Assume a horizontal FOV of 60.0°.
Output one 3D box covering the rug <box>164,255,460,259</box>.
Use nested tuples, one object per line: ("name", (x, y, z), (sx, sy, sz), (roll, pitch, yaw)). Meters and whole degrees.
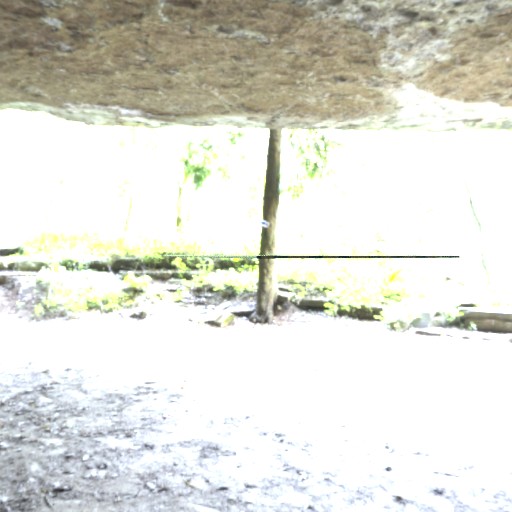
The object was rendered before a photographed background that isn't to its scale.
("rug", (0.000, 0.000, 1.655), (0.503, 0.007, 1.492), (0, 0, -19))
